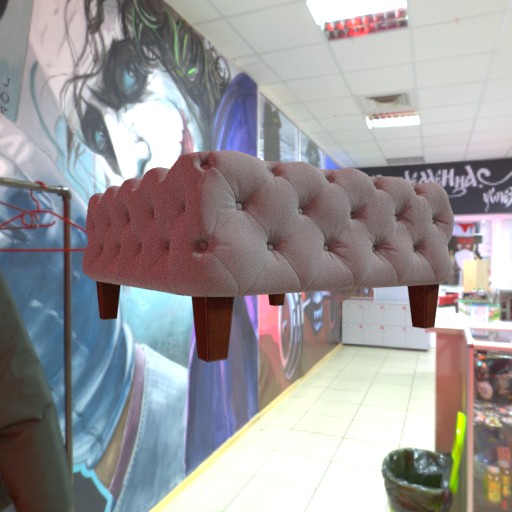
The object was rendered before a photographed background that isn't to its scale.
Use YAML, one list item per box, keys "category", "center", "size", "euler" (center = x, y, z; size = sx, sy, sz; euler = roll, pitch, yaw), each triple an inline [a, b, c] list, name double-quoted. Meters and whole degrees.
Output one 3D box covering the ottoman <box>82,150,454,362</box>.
- category: "ottoman"
  center: [0.000, 0.000, 1.451]
  size: [0.911, 0.439, 0.917]
  euler: [0, 0, -35]
